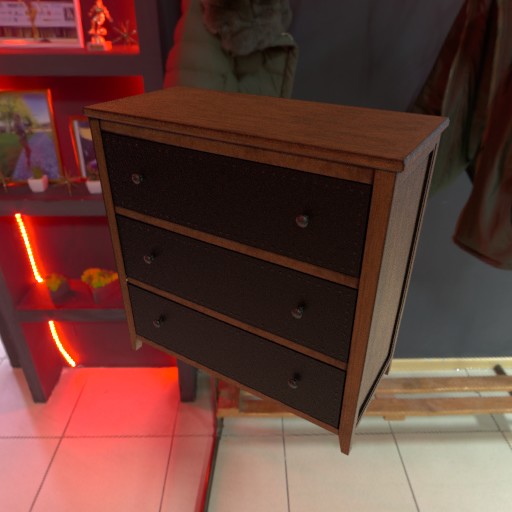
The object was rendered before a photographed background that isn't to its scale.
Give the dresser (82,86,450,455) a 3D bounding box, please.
[{"bbox_3d":[0.000,0.000,1.941,1.250,1.224,0.591,17,34,27],"label":"dresser"}]
